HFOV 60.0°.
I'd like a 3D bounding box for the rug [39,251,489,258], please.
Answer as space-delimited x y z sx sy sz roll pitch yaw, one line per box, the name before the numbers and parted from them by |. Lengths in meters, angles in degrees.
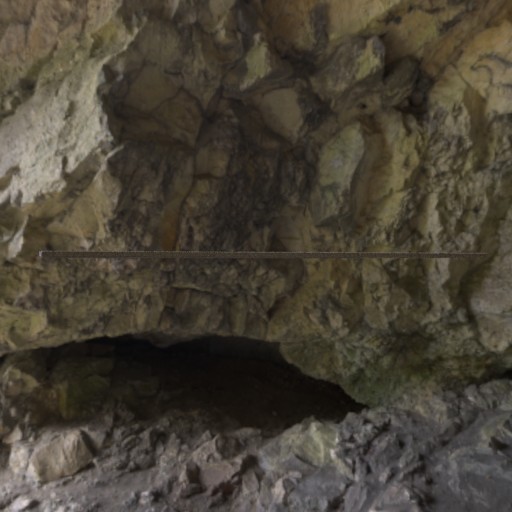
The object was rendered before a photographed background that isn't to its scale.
rug | 0.000 0.000 2.894 2.349 0.026 1.500 0 0 -17
